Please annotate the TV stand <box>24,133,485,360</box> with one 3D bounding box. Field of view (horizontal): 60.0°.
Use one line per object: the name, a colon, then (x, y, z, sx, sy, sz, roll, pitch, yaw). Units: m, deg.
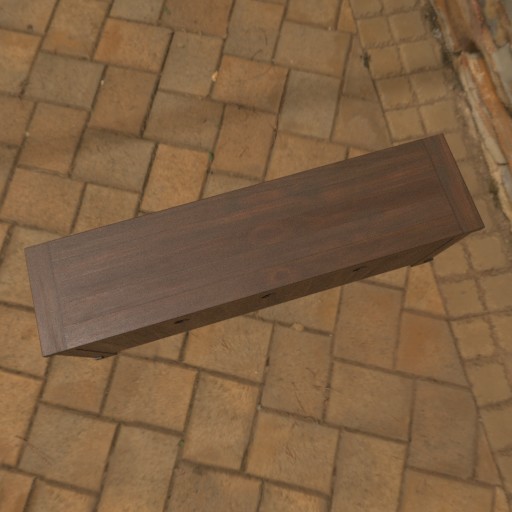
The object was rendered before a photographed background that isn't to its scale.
TV stand: (0.000, 0.000, 2.138, 1.866, 0.615, 0.471, -16, 76, -4)
